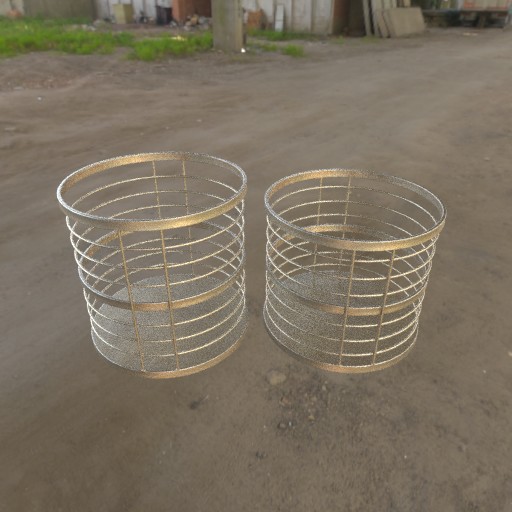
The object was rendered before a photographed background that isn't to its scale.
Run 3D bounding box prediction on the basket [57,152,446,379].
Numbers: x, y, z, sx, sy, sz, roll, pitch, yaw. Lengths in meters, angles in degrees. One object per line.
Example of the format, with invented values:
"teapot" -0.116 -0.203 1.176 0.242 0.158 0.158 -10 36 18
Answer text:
"basket" 0.000 0.000 0.953 0.746 0.351 0.356 -1 31 -2
